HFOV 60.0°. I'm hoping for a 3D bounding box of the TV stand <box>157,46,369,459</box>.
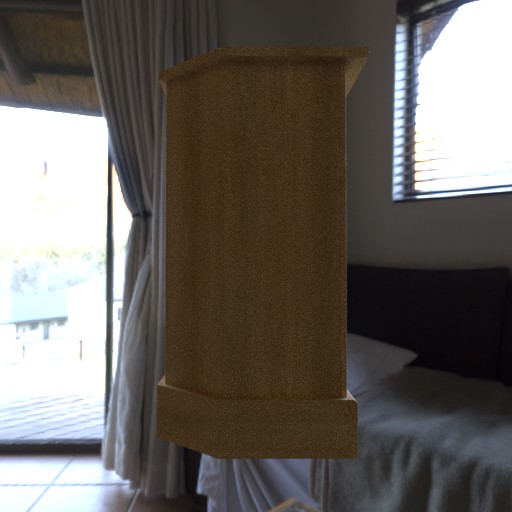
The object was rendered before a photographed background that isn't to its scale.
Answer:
[{"bbox_3d":[0.000,0.000,1.260,0.425,0.781,0.851,0,-1,0],"label":"TV stand"}]
